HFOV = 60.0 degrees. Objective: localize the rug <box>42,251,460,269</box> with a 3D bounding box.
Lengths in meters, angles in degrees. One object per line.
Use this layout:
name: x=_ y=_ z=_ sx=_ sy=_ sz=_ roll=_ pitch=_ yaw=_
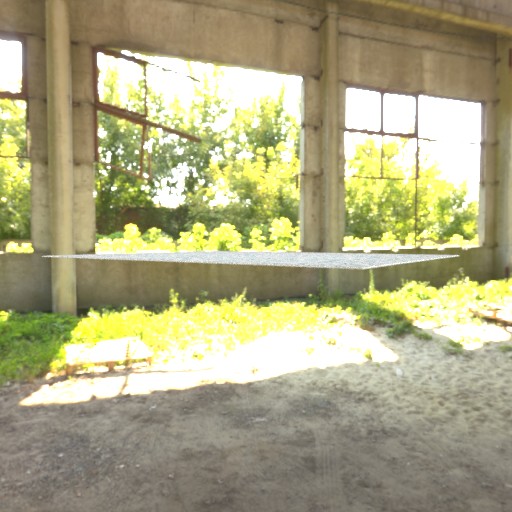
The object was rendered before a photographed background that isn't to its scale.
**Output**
rug: x=0.000 y=0.000 z=4.026 sx=2.980 sy=0.012 sz=2.363 roll=1 pitch=2 yaw=35
